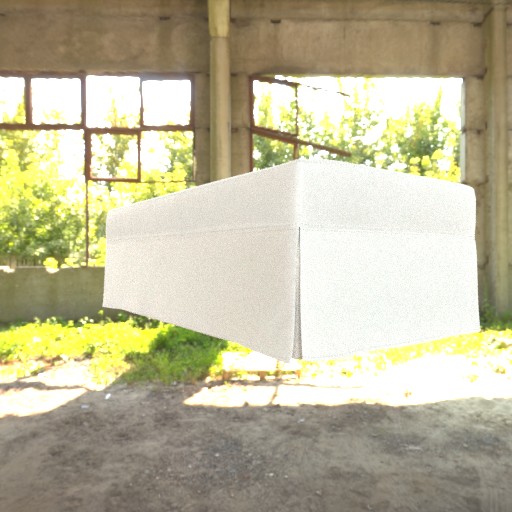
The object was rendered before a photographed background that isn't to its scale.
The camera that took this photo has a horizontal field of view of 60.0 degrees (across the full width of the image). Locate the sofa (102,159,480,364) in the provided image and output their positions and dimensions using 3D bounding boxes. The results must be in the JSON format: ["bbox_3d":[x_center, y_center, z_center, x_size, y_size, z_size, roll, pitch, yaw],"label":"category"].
[{"bbox_3d":[0.000,0.000,2.043,0.939,0.552,1.677,0,0,-36],"label":"sofa"}]
